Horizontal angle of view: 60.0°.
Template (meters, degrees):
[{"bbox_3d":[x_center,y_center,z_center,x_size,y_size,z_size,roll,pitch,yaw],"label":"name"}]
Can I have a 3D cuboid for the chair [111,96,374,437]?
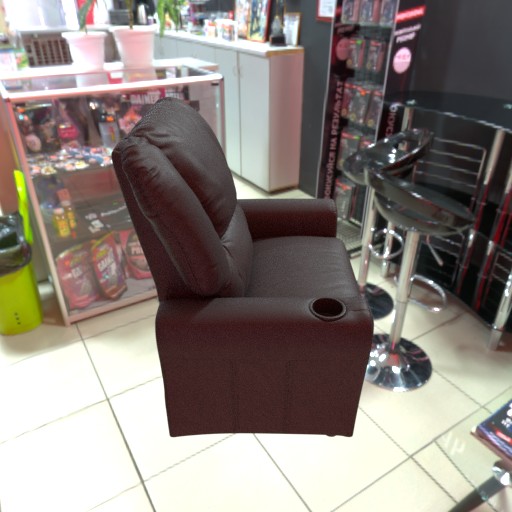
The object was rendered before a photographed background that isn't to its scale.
[{"bbox_3d":[0.000,0.000,1.111,0.521,0.709,0.610,0,31,1],"label":"chair"}]
